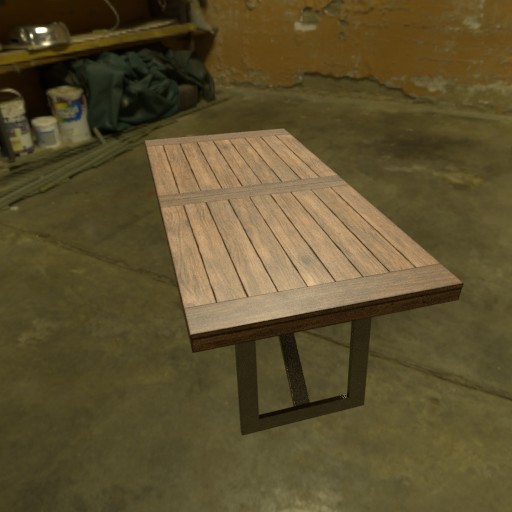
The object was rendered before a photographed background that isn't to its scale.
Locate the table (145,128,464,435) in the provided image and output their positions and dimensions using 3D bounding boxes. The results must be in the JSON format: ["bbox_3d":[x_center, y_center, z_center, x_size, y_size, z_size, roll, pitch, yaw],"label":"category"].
[{"bbox_3d":[0.000,0.000,2.355,0.931,0.757,1.867,-9,33,-13],"label":"table"}]
